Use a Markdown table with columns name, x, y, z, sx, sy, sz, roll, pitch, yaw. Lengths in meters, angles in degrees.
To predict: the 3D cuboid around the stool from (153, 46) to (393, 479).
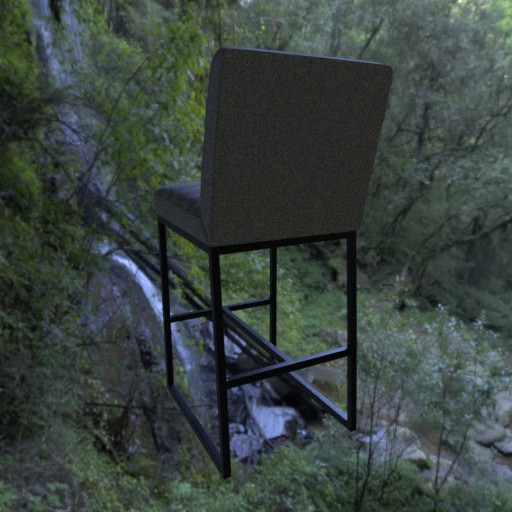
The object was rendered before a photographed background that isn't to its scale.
| name | x | y | z | sx | sy | sz | roll | pitch | yaw |
| --- | --- | --- | --- | --- | --- | --- | --- | --- | --- |
| stool | 0.000 | 0.000 | 1.317 | 0.459 | 1.034 | 0.571 | -7 | 16 | -27 |
